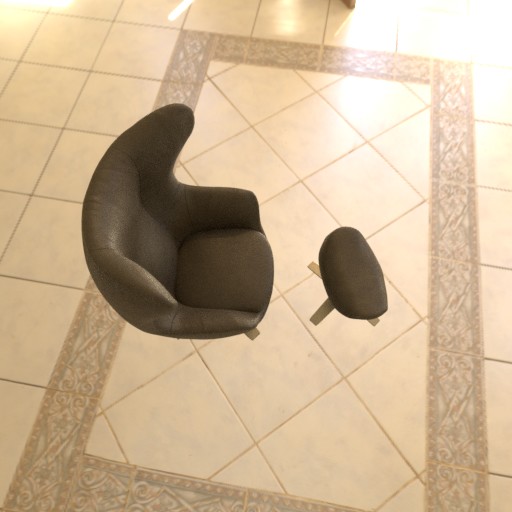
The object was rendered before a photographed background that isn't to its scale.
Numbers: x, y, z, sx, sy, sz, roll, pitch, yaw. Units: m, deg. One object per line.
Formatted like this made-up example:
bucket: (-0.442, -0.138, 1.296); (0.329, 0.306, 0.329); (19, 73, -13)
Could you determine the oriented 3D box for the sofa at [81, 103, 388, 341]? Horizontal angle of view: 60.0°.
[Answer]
sofa: (0.000, 0.000, 2.131); (1.444, 1.135, 0.894); (1, 65, 0)
